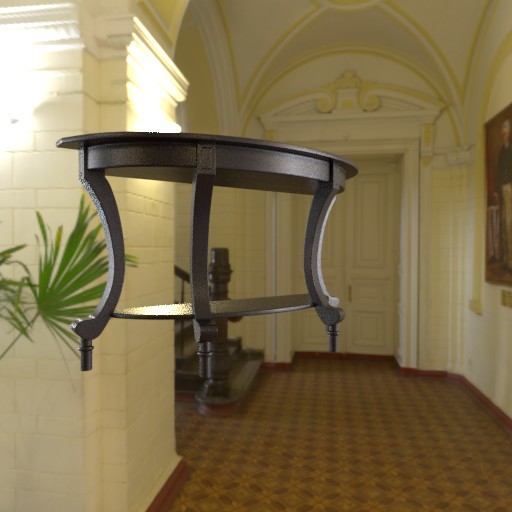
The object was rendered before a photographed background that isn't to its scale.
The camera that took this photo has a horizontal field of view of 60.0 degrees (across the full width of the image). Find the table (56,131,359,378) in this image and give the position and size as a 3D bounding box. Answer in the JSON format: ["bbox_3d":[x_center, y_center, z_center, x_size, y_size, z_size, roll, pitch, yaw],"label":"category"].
[{"bbox_3d":[0.000,0.000,1.529,1.198,0.692,0.394,-1,1,-36],"label":"table"}]
